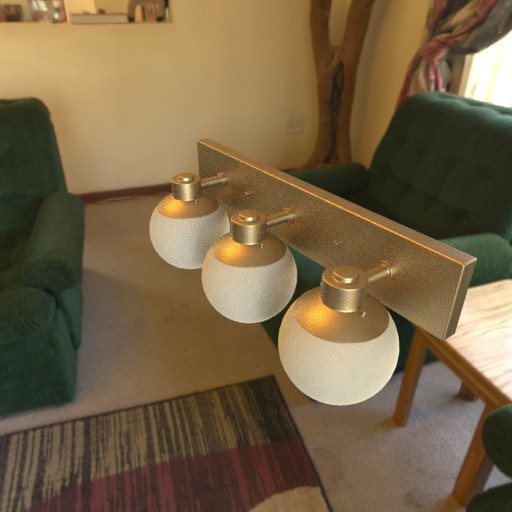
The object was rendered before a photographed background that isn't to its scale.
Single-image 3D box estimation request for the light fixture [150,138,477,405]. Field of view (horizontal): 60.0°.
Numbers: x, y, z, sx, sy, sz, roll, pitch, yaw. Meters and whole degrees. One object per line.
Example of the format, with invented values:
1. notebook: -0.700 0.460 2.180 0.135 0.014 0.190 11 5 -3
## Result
1. light fixture: 0.000 0.000 0.861 0.218 0.263 0.721 -20 36 -30
